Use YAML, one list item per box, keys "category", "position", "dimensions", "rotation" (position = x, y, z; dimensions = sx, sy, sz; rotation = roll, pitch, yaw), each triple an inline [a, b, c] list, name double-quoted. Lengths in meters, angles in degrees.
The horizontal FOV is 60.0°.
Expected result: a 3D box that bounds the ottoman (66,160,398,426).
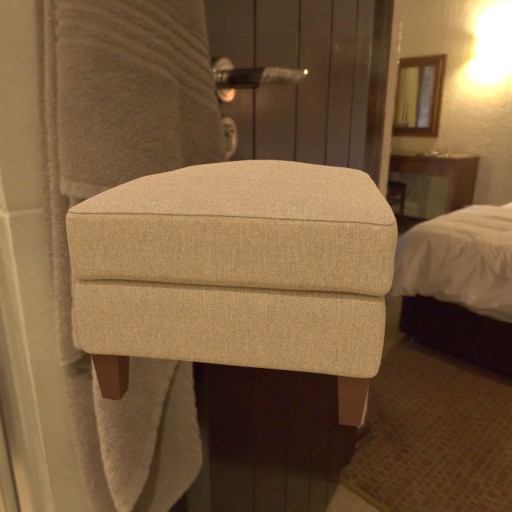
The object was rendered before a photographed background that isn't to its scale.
- category: "ottoman"
  position: [0.000, 0.000, 1.304]
  dimensions: [0.677, 0.519, 0.898]
  rotation: [3, 17, 9]
